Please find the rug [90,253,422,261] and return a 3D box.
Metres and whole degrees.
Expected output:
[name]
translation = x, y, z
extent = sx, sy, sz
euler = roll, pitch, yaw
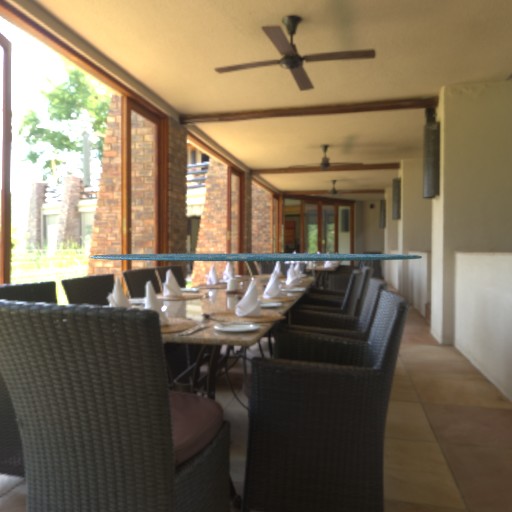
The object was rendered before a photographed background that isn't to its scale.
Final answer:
[rug]
translation = 0.000, 0.000, 2.271
extent = 1.593, 0.012, 1.593
euler = 0, 1, 0
